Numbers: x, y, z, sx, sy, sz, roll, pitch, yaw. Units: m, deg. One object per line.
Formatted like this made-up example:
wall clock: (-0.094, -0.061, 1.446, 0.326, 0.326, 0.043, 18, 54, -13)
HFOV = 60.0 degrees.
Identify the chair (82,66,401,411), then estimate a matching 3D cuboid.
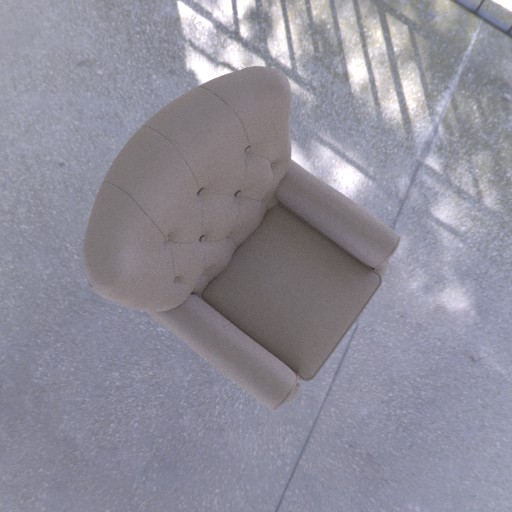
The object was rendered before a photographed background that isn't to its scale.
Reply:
chair: (0.000, 0.000, 1.929, 1.041, 1.138, 0.999, 37, 79, 8)
